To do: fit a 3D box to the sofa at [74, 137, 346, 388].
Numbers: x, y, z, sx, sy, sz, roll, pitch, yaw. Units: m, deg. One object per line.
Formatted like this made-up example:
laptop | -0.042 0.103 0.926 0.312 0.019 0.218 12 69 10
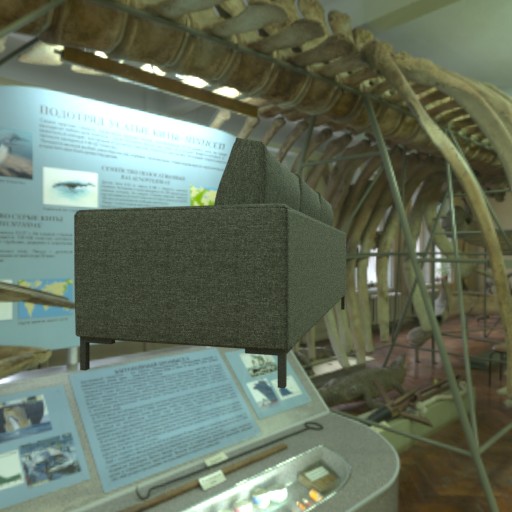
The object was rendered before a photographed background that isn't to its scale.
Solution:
sofa | 0.000 0.000 2.663 0.876 0.879 2.253 0 0 17
